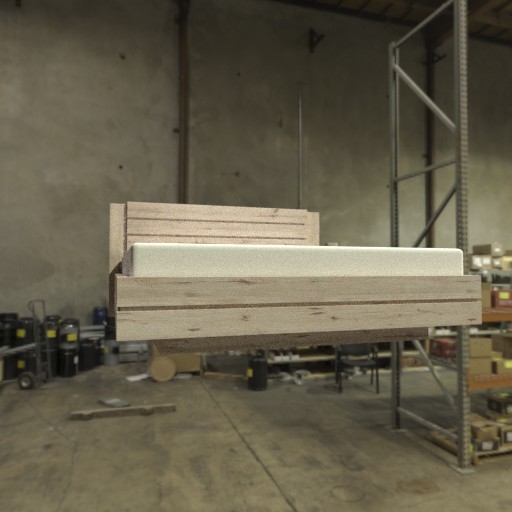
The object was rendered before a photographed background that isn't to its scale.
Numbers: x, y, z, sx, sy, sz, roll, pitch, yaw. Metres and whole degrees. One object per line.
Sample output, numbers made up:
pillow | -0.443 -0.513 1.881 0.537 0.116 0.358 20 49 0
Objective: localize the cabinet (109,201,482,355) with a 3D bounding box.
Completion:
cabinet | 0.000 0.000 3.081 1.950 0.970 2.080 1 -2 -18
